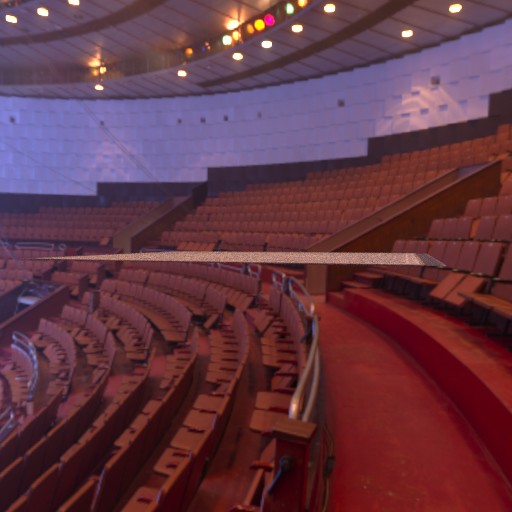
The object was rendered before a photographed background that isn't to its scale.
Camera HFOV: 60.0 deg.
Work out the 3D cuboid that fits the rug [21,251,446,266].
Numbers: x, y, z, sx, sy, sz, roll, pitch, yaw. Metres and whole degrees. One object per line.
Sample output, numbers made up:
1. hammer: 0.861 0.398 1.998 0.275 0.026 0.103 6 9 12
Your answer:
1. rug: 0.000 0.000 4.109 3.056 0.010 2.437 1 2 19
